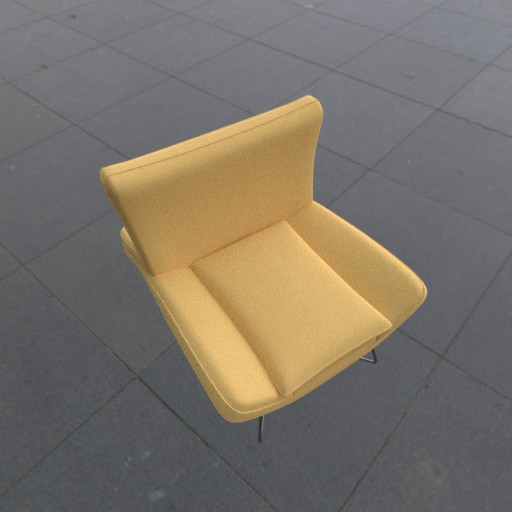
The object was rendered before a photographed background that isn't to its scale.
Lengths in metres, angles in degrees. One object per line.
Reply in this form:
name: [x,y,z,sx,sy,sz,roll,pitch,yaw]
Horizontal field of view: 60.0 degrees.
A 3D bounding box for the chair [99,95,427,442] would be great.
chair: [0.000,0.000,1.690,0.859,0.855,1.008,-26,53,-22]
